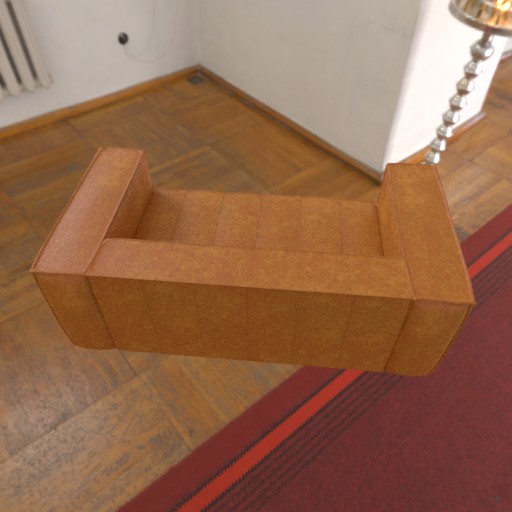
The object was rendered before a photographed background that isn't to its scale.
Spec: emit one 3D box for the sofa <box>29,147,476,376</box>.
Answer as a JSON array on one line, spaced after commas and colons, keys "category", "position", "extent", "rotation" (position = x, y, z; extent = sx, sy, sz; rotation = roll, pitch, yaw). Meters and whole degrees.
[{"category": "sofa", "position": [0.000, 0.000, 2.587], "extent": [2.088, 0.703, 1.102], "rotation": [4, 47, 4]}]
